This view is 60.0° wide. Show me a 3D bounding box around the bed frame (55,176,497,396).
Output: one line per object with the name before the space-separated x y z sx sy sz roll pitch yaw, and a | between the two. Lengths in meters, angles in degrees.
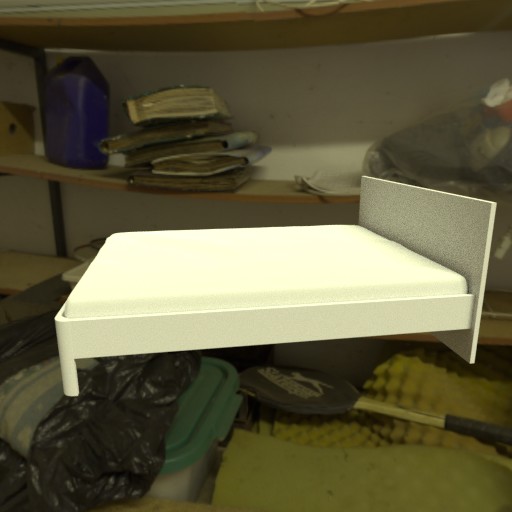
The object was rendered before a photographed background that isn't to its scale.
bed frame | 0.000 0.000 2.656 1.950 0.800 1.490 -2 15 -9
